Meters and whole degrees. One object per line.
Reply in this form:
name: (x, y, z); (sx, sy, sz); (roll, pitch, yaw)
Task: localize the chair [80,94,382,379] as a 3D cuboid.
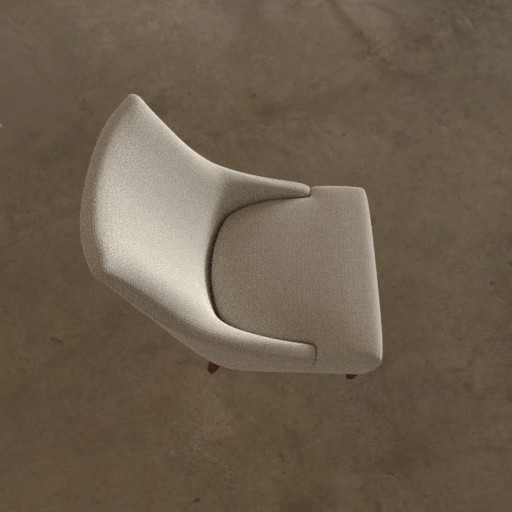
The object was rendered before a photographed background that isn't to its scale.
chair: (0.000, 0.000, 1.504); (0.861, 0.909, 0.701); (1, 64, 1)
